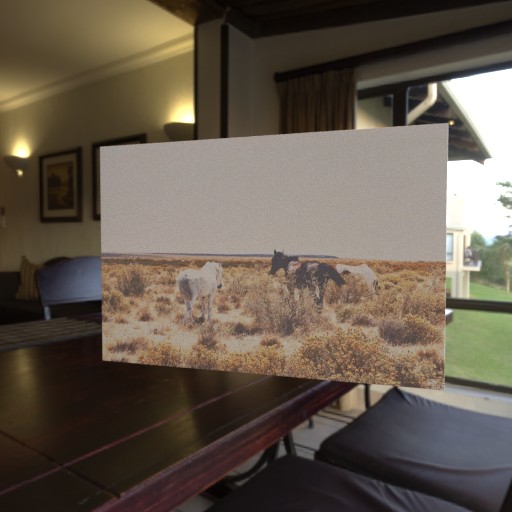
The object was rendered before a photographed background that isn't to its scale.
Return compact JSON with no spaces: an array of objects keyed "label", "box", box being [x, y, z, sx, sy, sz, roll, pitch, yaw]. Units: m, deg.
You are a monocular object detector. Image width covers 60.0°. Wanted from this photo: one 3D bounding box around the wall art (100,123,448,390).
[{"label":"wall art","box":[0.000,0.000,1.919,1.520,1.016,0.051,1,2,16]}]
